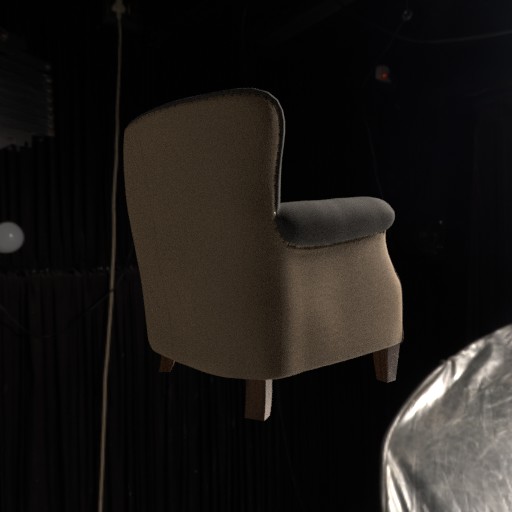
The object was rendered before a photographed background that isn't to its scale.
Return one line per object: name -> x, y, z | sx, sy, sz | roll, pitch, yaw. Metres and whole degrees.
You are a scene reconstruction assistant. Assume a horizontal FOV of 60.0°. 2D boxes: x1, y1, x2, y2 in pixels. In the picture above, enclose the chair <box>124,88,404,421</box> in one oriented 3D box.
chair -> 0.000, 0.000, 1.662 | 0.921, 0.936, 0.861 | -1, 2, -36
